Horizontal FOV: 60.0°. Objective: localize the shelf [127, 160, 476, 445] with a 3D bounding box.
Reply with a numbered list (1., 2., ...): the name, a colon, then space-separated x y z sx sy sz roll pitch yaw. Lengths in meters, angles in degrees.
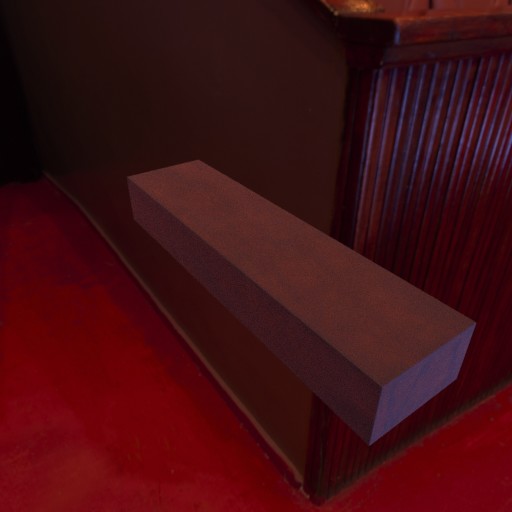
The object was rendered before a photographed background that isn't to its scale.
1. shelf: 0.000 0.000 0.674 0.152 0.088 0.607 -21 38 -29
